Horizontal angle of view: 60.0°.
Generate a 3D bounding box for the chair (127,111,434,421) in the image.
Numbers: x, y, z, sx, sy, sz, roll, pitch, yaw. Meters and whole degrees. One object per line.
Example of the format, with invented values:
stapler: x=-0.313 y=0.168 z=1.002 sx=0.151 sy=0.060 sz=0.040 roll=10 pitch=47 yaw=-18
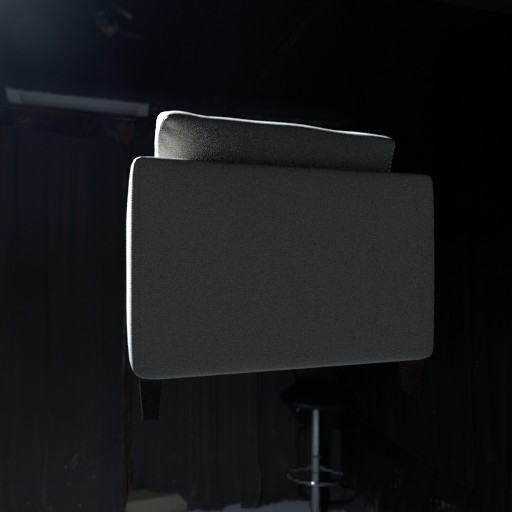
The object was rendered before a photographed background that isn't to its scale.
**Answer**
chair: x=0.000 y=0.000 z=1.778 sx=0.996 sy=0.919 sz=0.959 roll=0 pitch=0 yaw=-17
